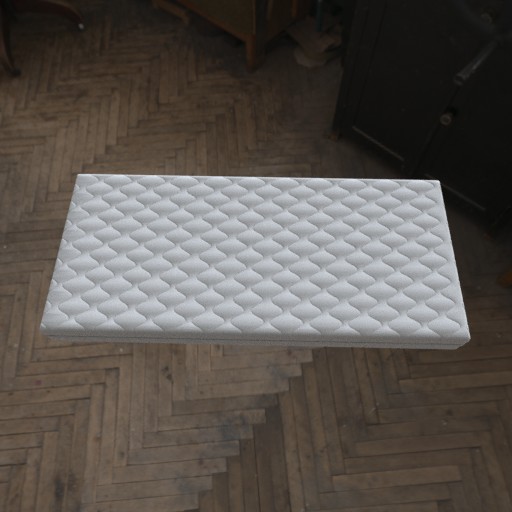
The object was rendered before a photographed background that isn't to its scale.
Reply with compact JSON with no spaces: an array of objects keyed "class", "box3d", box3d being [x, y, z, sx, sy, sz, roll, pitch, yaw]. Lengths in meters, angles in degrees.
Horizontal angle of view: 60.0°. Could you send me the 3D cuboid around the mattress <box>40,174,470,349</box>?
[{"class":"mattress","box3d":[0.000,0.000,2.305,2.000,0.200,0.900,1,64,1]}]
